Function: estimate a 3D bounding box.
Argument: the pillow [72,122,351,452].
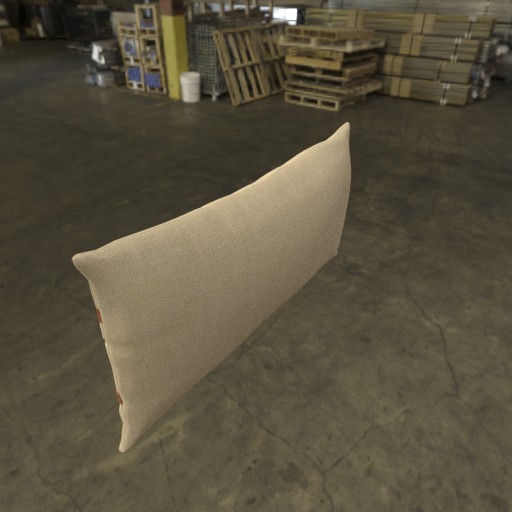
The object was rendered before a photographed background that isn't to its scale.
[{"bbox_3d":[0.000,0.000,0.716,0.148,0.308,0.612,21,38,30],"label":"pillow"}]
